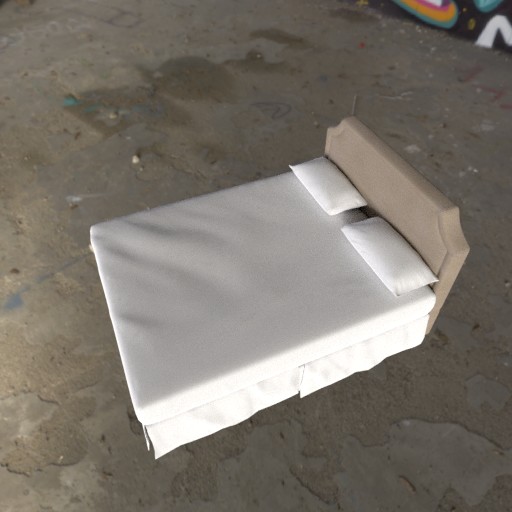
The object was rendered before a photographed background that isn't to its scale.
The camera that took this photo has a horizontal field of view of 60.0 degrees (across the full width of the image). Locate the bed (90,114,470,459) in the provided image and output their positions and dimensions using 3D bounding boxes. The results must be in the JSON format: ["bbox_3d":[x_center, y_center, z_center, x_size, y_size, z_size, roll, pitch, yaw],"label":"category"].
[{"bbox_3d":[0.000,0.000,3.618,2.498,1.293,1.977,-17,49,-16],"label":"bed"}]
